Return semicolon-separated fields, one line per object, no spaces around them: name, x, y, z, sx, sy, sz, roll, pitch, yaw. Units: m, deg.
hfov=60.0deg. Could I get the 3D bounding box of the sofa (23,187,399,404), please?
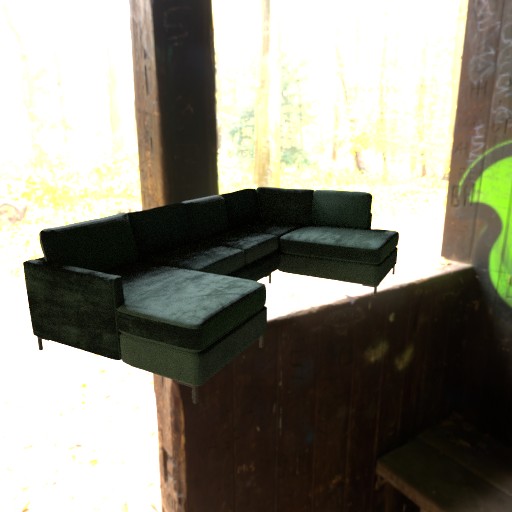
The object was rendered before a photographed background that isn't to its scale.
sofa;0.000;0.000;4.267;2.055;0.992;3.434;8;17;27
